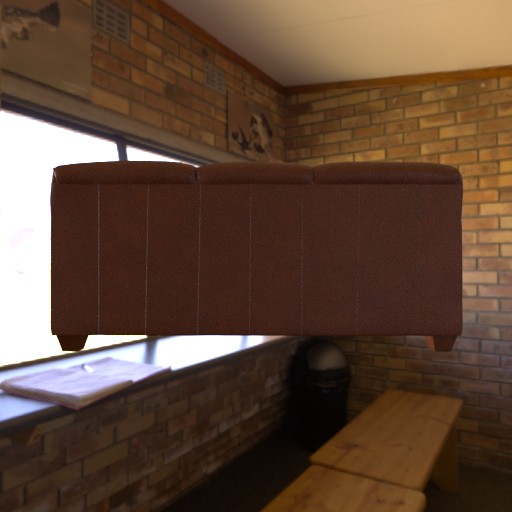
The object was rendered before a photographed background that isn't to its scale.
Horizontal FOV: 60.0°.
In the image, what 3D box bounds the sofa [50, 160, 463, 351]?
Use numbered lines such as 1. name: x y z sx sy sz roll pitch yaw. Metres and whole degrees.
1. sofa: 0.000 0.000 2.621 2.039 0.953 1.008 0 -1 0
